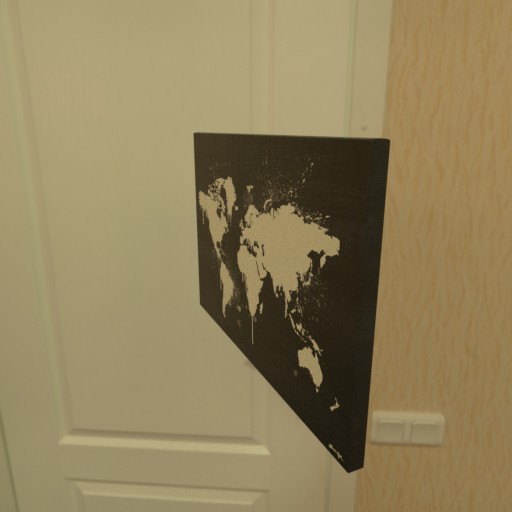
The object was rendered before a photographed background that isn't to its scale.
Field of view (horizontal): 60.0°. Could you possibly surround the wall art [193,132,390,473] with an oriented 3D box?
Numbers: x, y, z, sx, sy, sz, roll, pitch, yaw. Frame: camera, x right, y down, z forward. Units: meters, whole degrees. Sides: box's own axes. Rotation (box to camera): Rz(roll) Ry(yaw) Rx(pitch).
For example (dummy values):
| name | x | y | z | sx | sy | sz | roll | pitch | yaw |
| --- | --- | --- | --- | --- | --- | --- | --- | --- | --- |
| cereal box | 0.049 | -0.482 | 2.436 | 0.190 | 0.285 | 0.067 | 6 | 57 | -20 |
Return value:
| name | x | y | z | sx | sy | sz | roll | pitch | yaw |
| --- | --- | --- | --- | --- | --- | --- | --- | --- | --- |
| wall art | 0.000 | 0.000 | 1.154 | 0.038 | 0.612 | 0.912 | -7 | 18 | -24 |
